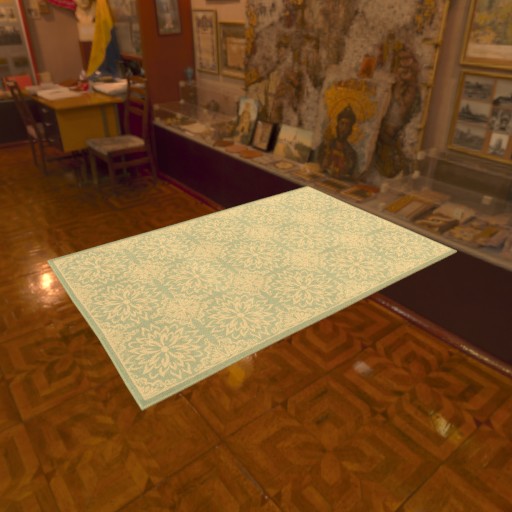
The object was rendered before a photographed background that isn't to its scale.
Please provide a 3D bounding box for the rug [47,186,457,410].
[{"bbox_3d":[0.000,0.000,3.553,2.746,0.018,1.819,-20,36,-31],"label":"rug"}]
